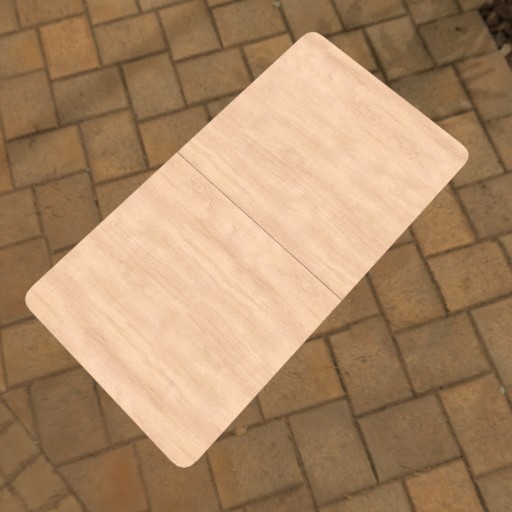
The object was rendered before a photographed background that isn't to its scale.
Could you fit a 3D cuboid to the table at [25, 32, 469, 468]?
[{"bbox_3d":[0.000,0.000,1.905,0.750,0.900,1.400,43,80,10],"label":"table"}]
